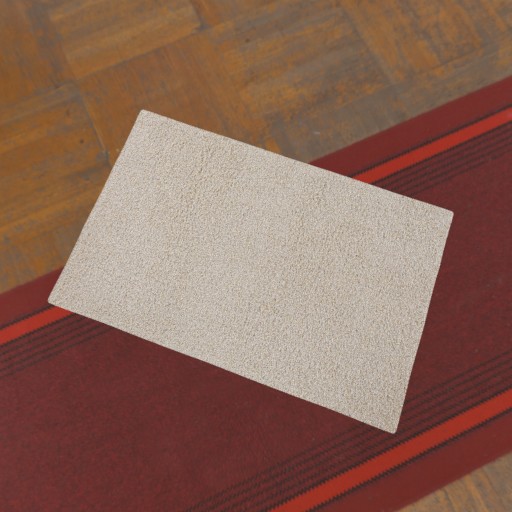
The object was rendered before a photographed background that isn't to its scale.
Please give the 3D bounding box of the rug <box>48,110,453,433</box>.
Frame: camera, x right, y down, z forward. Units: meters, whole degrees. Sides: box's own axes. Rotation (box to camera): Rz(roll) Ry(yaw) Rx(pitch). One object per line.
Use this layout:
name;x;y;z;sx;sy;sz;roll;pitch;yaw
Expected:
rug;0.000;0.000;3.474;2.743;0.030;1.778;19;76;5
